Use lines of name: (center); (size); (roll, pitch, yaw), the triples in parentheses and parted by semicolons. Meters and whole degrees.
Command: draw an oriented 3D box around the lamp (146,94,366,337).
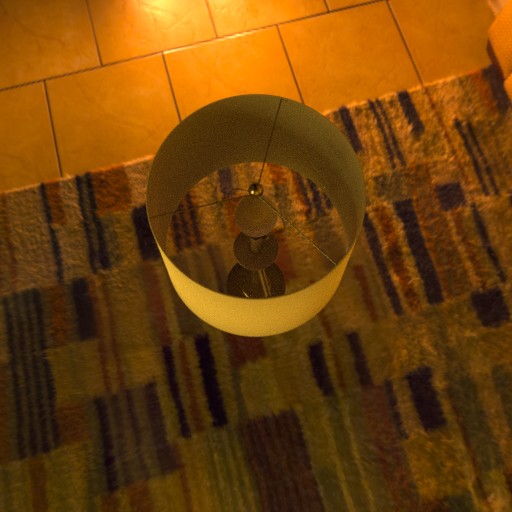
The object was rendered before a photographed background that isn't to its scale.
lamp: (0.000, 0.000, 0.894); (0.333, 0.696, 0.333); (0, 76, 0)
